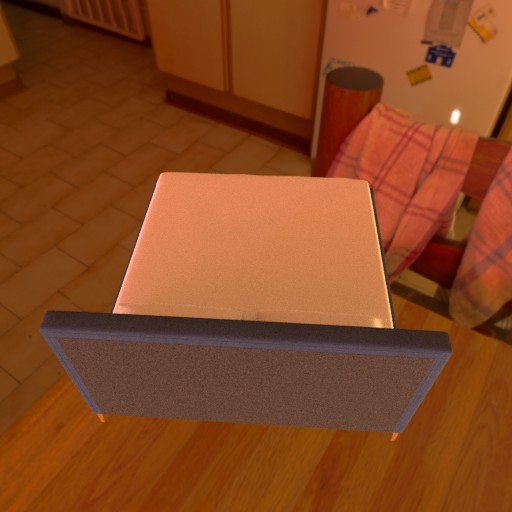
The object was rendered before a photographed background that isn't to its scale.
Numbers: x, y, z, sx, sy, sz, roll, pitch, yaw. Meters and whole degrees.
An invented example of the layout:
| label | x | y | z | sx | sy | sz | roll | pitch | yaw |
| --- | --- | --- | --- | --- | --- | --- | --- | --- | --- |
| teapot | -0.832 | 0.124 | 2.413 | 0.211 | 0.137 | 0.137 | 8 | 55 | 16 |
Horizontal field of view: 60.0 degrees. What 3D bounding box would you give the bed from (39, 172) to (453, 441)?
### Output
| label | x | y | z | sx | sy | sz | roll | pitch | yaw |
| --- | --- | --- | --- | --- | --- | --- | --- | --- | --- |
| bed | 0.000 | 0.000 | 3.381 | 2.096 | 1.231 | 2.232 | 3 | 48 | 2 |
